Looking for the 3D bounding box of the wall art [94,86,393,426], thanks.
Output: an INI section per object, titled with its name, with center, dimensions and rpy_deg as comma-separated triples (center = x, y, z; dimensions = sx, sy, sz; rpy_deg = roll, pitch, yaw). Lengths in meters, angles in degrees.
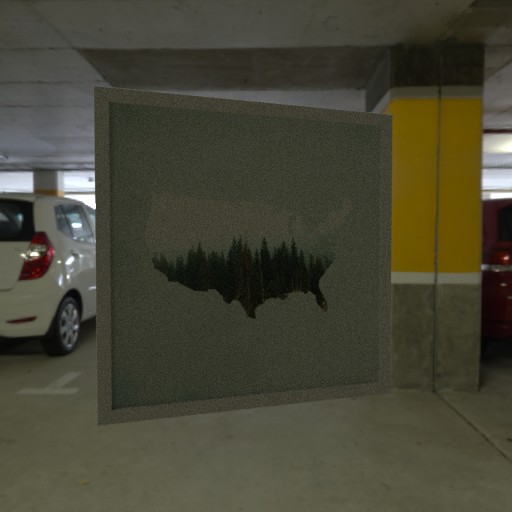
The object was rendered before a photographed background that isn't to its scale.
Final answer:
[wall art]
center = 0.000, 0.000, 1.121
dimensions = 0.762, 0.762, 0.038
rpy_deg = 0, 2, -17
